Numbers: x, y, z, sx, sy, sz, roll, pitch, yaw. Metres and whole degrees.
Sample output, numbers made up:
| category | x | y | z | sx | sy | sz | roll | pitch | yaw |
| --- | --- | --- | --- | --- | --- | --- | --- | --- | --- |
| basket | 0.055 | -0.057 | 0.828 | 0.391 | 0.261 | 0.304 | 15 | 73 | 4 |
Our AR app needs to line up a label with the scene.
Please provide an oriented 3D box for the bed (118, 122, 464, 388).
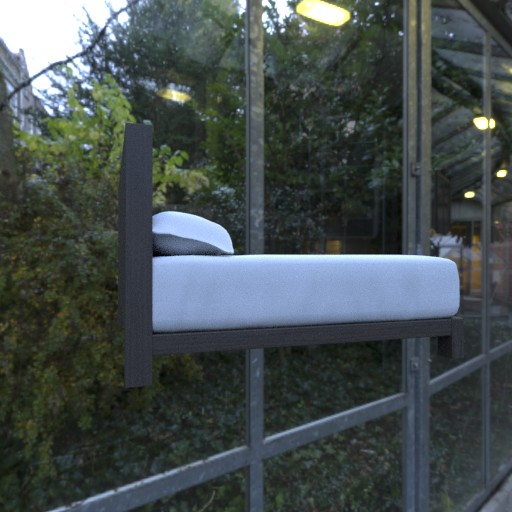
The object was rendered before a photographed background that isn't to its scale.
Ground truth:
| category | x | y | z | sx | sy | sz | roll | pitch | yaw |
| --- | --- | --- | --- | --- | --- | --- | --- | --- | --- |
| bed | 0.000 | 0.000 | 3.444 | 2.012 | 1.270 | 2.134 | 0 | 0 | -18 |
